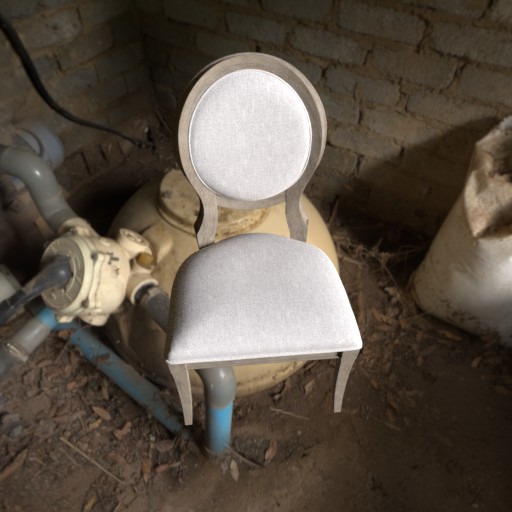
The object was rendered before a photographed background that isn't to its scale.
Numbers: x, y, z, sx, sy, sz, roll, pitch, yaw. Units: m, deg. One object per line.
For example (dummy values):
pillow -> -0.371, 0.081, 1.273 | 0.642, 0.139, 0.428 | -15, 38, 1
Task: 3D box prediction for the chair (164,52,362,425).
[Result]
chair -> 0.000, 0.000, 1.349 | 0.558, 0.990, 0.602 | -4, 48, -3
